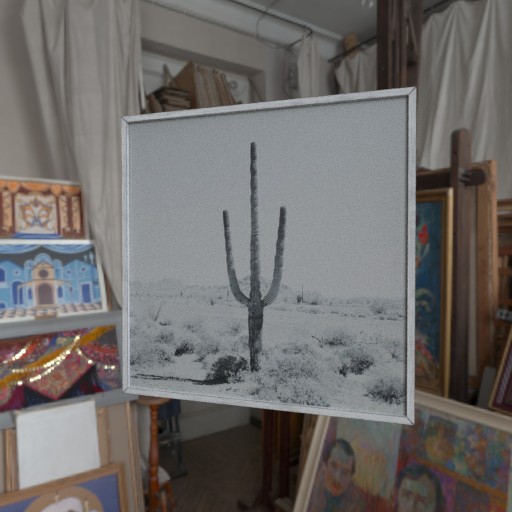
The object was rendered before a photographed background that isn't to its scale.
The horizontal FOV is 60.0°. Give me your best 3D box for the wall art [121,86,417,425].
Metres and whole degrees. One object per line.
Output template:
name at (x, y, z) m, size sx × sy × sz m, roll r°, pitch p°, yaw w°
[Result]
wall art at (0.000, 0.000, 1.127) m, size 0.762 × 0.762 × 0.038 m, roll 0°, pitch 1°, yaw 17°
